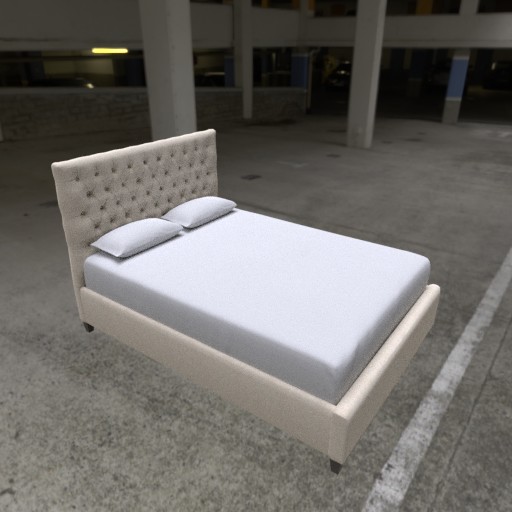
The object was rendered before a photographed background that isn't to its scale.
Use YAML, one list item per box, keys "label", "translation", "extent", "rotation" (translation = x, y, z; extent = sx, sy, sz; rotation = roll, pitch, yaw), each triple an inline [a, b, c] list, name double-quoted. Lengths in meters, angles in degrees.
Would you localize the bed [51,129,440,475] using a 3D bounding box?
- label: "bed"
  translation: [0.000, 0.000, 3.377]
  extent: [2.387, 1.427, 1.698]
  rotation: [18, 31, 32]
